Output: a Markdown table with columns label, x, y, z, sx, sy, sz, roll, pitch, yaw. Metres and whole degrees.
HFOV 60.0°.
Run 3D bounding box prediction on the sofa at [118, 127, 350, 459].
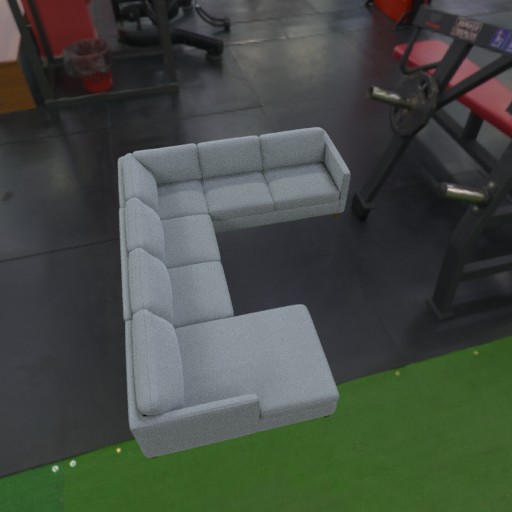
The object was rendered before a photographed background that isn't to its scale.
| label | x | y | z | sx | sy | sz | roll | pitch | yaw |
| --- | --- | --- | --- | --- | --- | --- | --- | --- | --- |
| sofa | 0.000 | 0.000 | 4.432 | 2.551 | 0.853 | 3.238 | -10 | 49 | -9 |
